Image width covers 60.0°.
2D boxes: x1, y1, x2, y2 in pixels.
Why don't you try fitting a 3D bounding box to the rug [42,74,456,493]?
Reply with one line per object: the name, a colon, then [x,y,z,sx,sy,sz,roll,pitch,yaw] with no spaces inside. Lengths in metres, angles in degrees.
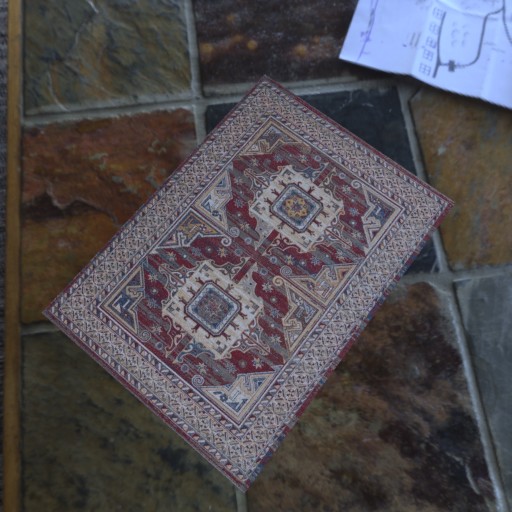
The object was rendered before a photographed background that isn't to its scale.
rug: [0.000,0.000,2.819,1.599,0.011,2.210,37,77,10]
